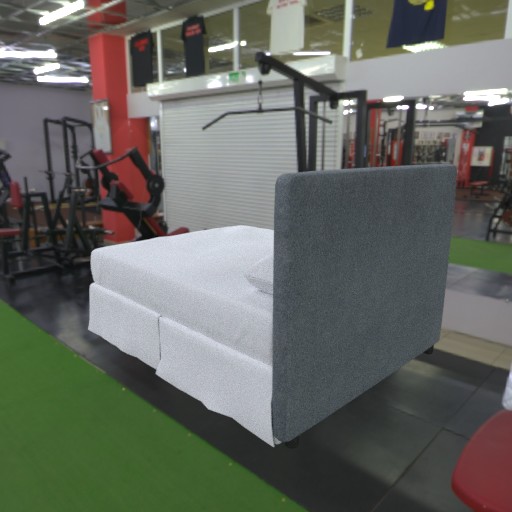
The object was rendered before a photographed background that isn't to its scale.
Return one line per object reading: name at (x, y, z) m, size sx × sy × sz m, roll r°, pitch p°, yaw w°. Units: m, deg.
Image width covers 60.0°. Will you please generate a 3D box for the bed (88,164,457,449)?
bed at (0.000, 0.000, 3.214) m, size 1.713 × 1.330 × 2.142 m, roll -13°, pitch 19°, yaw -43°
